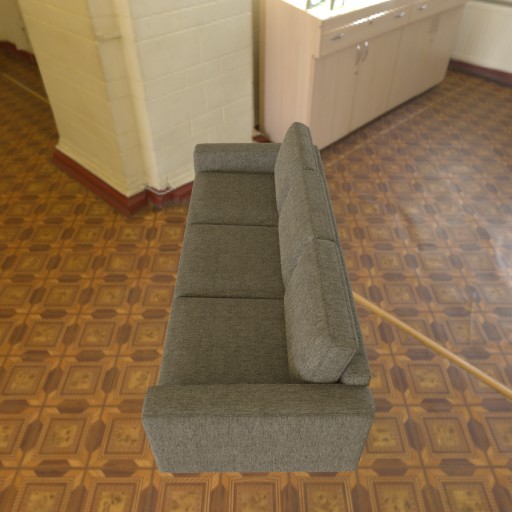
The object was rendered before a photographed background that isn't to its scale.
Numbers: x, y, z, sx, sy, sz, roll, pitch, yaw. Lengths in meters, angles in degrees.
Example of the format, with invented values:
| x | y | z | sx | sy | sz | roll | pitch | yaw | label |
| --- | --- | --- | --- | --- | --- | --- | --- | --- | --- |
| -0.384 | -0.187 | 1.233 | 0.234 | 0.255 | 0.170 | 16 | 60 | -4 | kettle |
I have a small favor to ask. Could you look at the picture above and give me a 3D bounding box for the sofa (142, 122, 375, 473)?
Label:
| x | y | z | sx | sy | sz | roll | pitch | yaw | label |
| --- | --- | --- | --- | --- | --- | --- | --- | --- | --- |
| 0.000 | 0.000 | 2.551 | 0.900 | 0.800 | 2.160 | 0 | 42 | 0 | sofa |
